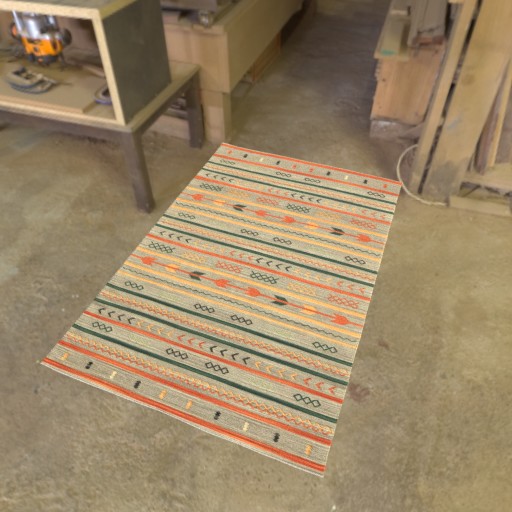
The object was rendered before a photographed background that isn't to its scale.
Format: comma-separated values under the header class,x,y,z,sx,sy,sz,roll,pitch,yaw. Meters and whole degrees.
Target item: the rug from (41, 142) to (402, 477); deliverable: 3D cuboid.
class,x,y,z,sx,sy,sz,roll,pitch,yaw
rug,0.000,0.000,2.287,1.220,0.017,1.835,16,48,15
